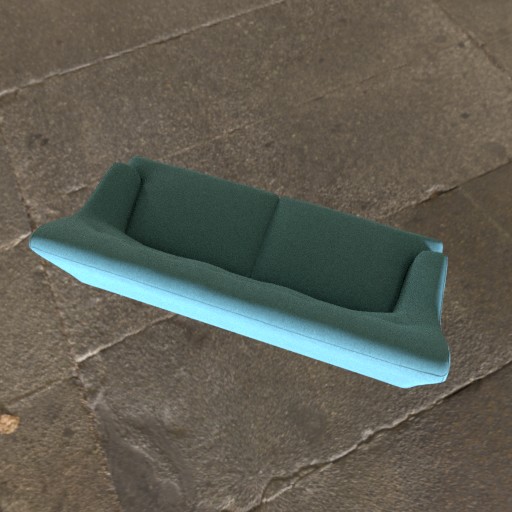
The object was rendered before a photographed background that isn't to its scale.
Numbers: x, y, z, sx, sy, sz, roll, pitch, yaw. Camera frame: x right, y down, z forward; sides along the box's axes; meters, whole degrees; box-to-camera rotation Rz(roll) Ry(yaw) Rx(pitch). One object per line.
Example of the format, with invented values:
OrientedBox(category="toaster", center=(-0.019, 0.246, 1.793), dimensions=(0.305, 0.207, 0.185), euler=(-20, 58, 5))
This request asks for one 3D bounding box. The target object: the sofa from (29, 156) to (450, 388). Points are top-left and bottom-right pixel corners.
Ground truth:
OrientedBox(category="sofa", center=(0.000, 0.000, 2.520), dimensions=(2.057, 0.871, 0.978), euler=(17, 65, 8))
